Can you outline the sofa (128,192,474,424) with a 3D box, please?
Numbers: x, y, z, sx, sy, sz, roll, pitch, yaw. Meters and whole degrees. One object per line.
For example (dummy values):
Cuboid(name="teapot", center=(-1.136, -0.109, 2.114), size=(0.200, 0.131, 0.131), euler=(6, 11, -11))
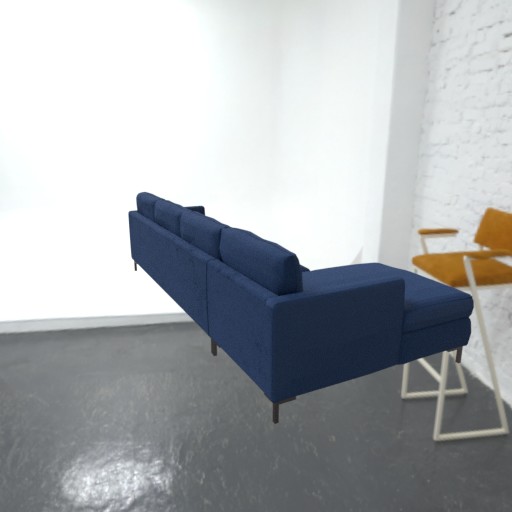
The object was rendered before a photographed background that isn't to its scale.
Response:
Cuboid(name="sofa", center=(0.000, 0.000, 2.915), size=(1.128, 0.679, 2.450), euler=(-8, 17, -27))
